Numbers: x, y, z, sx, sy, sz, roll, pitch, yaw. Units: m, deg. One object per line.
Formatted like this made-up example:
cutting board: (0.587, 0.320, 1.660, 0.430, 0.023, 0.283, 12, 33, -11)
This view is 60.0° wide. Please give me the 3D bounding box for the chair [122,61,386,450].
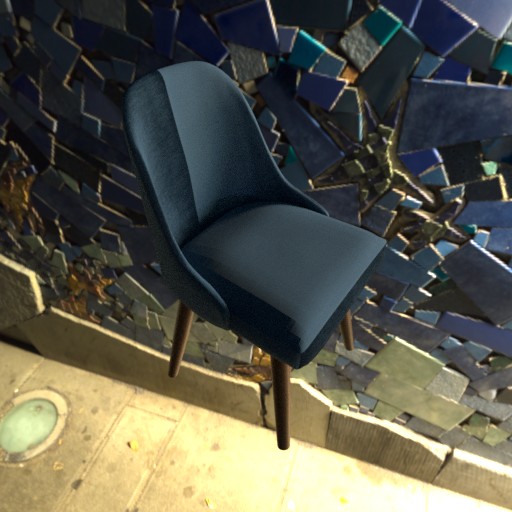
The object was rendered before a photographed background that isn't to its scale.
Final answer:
chair: (0.000, 0.000, 1.214, 0.589, 0.882, 0.503, 24, 46, 26)
